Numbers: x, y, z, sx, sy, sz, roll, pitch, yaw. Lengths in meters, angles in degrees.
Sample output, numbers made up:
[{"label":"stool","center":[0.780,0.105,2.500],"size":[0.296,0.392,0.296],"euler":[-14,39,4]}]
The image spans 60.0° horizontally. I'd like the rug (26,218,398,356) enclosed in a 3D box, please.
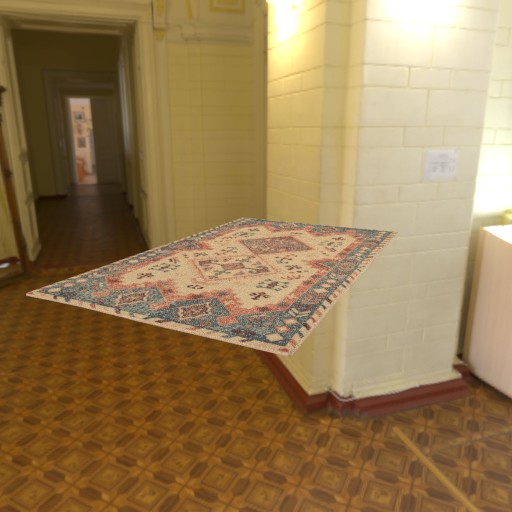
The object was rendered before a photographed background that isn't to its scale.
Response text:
[{"label":"rug","center":[0.000,0.000,3.086],"size":[1.521,0.023,2.464],"euler":[8,17,25]}]
